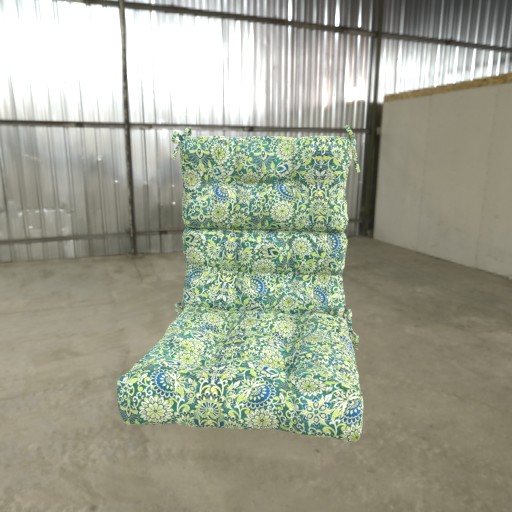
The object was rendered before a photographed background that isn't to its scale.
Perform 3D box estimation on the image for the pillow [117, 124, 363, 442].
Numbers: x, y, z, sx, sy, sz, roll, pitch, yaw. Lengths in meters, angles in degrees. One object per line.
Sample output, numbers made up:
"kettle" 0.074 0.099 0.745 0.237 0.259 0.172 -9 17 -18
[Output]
"pillow" 0.000 0.000 1.037 0.519 0.605 0.571 2 14 8
